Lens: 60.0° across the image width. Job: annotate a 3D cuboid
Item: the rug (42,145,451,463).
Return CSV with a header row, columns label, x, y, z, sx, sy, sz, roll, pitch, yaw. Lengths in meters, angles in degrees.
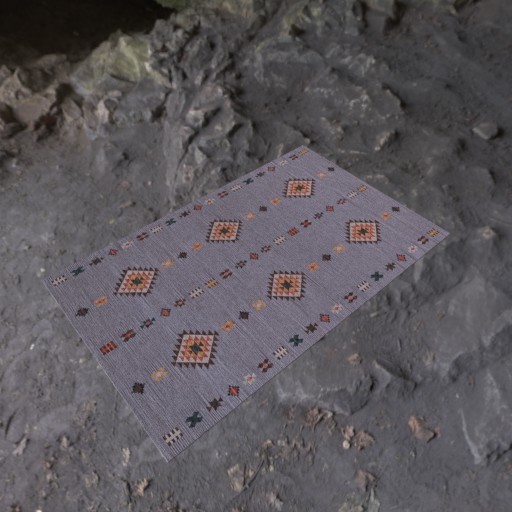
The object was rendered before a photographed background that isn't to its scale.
label,x,y,z,sx,sy,sz,roll,pitch,yaw
rug,0.000,0.000,3.071,2.427,0.007,1.515,-32,55,-26
